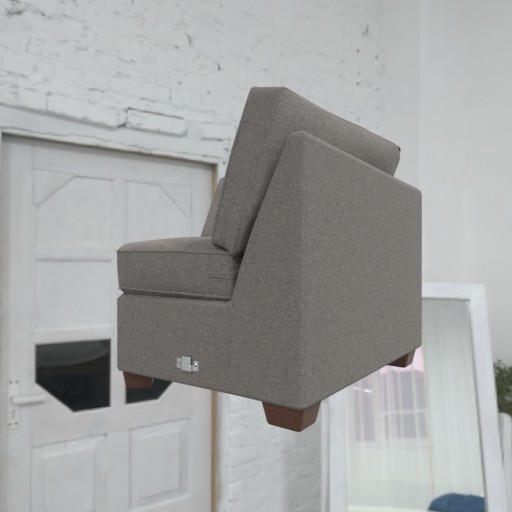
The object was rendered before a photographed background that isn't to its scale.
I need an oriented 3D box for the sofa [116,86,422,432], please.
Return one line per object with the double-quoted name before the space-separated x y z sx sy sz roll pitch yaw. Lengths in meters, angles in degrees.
"sofa" 0.000 0.000 1.831 1.050 0.951 1.042 0 0 36
